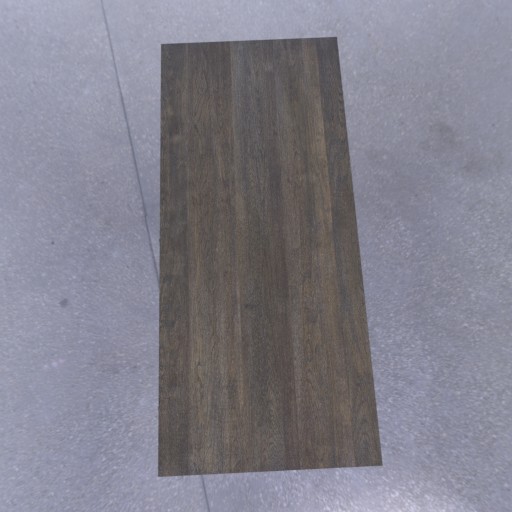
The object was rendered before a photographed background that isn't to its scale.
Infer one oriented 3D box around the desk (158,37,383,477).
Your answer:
[{"bbox_3d":[0.000,0.000,1.972,0.730,0.780,1.600,-3,76,-1],"label":"desk"}]
